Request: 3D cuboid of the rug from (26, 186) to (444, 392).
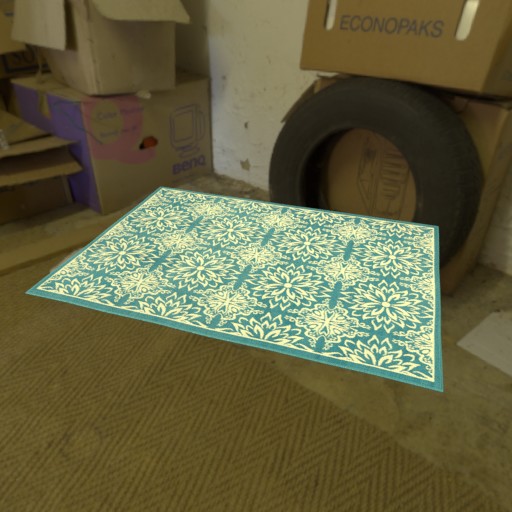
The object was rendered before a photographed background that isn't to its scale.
[{"bbox_3d":[0.000,0.000,2.806,2.205,0.012,1.554,10,34,15],"label":"rug"}]
